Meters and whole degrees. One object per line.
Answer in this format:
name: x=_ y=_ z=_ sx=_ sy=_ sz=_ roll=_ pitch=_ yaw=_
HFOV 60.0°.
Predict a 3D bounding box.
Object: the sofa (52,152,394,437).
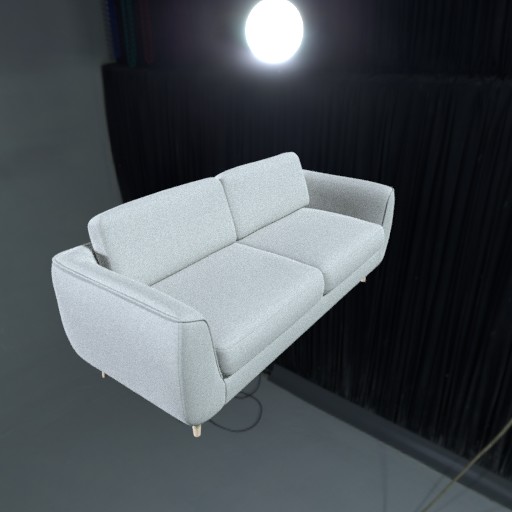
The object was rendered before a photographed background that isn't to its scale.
sofa: x=0.000 y=0.000 z=2.482 sx=0.920 sy=0.850 sz=2.000 roll=17 pitch=30 yaw=32
